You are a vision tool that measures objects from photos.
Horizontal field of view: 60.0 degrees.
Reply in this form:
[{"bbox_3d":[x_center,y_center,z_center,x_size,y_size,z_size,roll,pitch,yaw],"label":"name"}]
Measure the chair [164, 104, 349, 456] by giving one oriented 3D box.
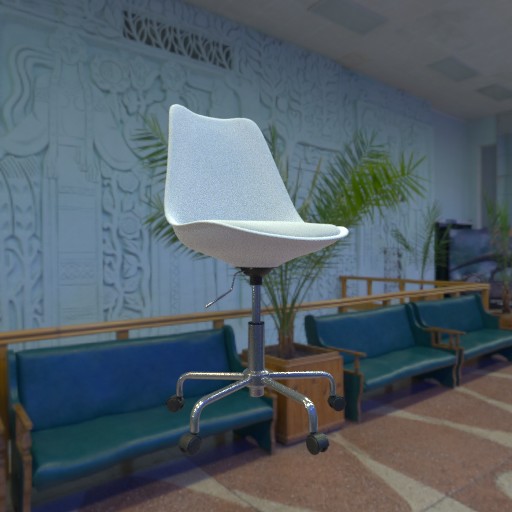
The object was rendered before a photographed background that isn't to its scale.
[{"bbox_3d":[0.000,0.000,1.250,0.550,0.930,0.550,-1,1,-35],"label":"chair"}]
